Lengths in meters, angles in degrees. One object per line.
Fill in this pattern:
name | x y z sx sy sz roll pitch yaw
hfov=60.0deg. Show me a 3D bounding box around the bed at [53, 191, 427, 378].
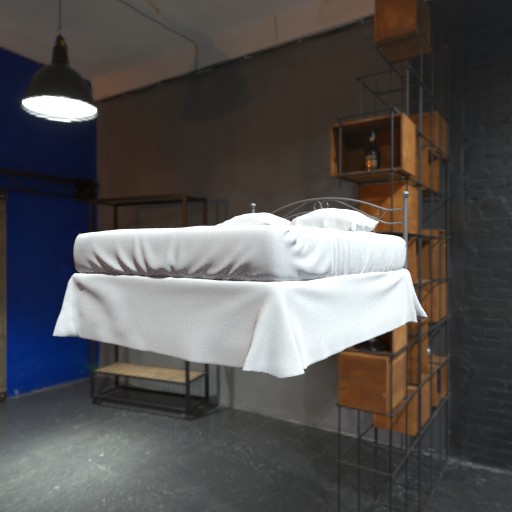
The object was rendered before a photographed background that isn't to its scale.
bed | 0.000 0.000 3.323 1.936 1.080 2.215 0 1 36
